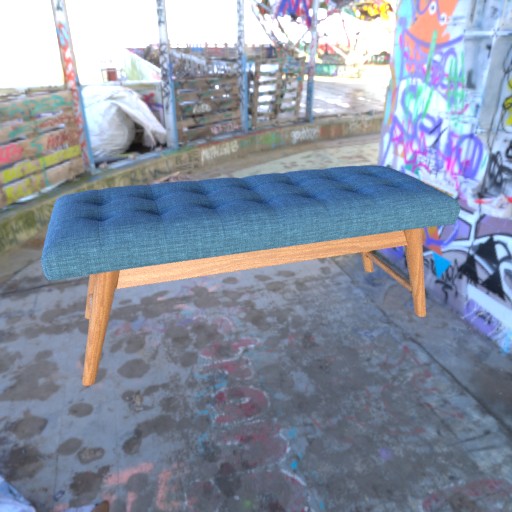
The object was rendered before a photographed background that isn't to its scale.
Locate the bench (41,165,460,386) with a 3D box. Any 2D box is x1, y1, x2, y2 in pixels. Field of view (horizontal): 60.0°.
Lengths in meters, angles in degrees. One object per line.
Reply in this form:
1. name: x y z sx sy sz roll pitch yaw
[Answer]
1. bench: 0.000 0.000 1.364 1.118 0.432 0.406 -8 27 -16
